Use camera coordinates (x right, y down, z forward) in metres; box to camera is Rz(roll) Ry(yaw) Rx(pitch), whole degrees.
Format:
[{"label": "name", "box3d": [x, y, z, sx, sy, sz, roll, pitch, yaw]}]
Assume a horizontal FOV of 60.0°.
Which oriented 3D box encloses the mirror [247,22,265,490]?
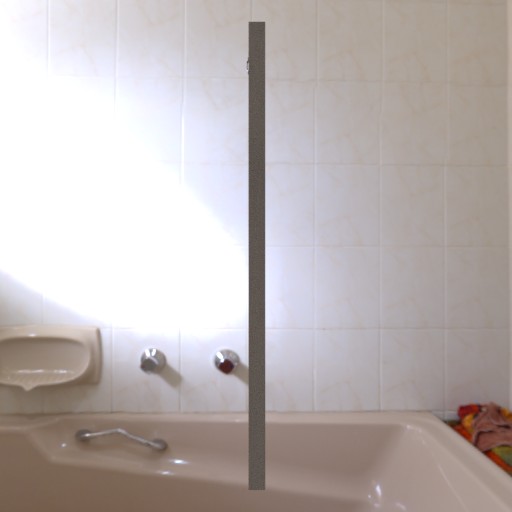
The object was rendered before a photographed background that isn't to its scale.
[{"label": "mirror", "box3d": [0.000, 0.000, 1.342, 0.041, 1.016, 0.762, 0, 0, 0]}]
